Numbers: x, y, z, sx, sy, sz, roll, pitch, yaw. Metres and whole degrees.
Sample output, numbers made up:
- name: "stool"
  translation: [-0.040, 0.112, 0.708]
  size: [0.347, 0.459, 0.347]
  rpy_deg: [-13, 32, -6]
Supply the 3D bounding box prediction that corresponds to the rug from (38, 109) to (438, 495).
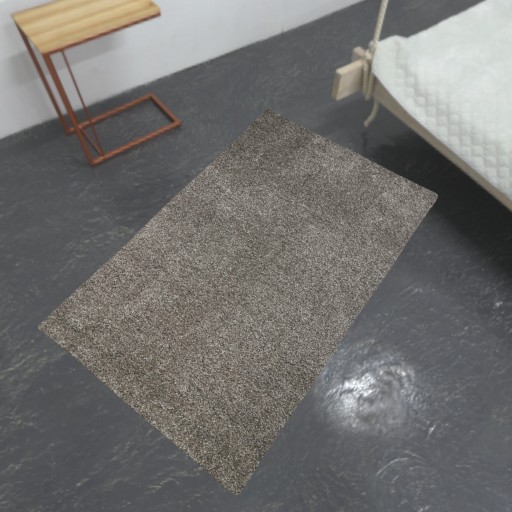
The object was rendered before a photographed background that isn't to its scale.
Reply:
- name: "rug"
  translation: [0.000, 0.000, 2.898]
  size: [1.501, 0.025, 2.352]
  rpy_deg: [32, 64, 18]
